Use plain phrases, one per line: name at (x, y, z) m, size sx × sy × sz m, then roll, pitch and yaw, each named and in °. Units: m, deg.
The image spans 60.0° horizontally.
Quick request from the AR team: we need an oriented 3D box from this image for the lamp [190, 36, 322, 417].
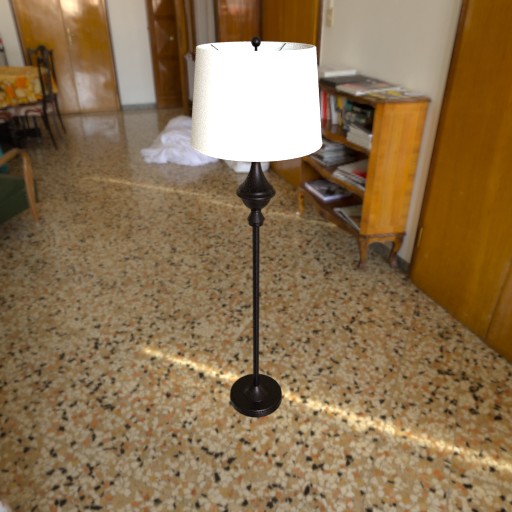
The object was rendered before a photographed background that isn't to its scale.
lamp at (0.000, 0.000, 1.668) m, size 0.431 × 1.484 × 0.431 m, roll 0°, pitch 30°, yaw 0°
